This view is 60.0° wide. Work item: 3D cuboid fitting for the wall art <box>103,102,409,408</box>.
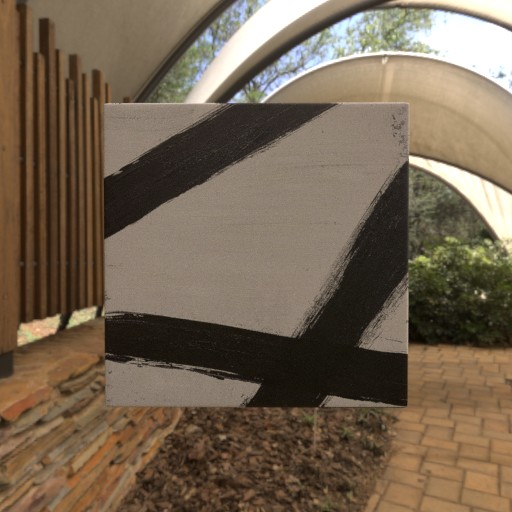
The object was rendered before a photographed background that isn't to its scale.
[{"bbox_3d":[0.000,0.000,0.762,0.507,0.508,0.050,0,1,0],"label":"wall art"}]
